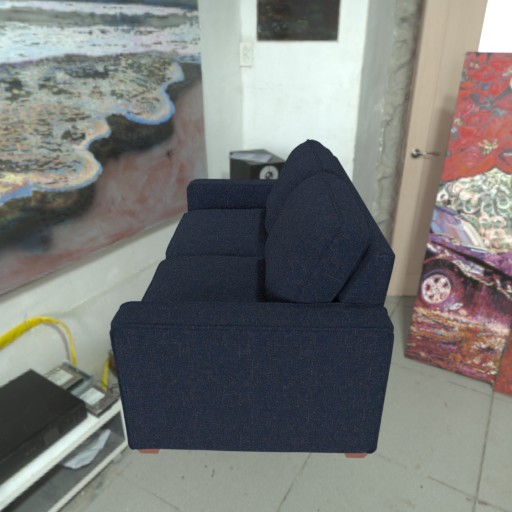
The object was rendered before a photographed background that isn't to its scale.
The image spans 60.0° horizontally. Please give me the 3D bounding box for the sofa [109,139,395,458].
[{"bbox_3d":[0.000,0.000,2.221,0.947,0.918,1.709,1,26,1],"label":"sofa"}]
